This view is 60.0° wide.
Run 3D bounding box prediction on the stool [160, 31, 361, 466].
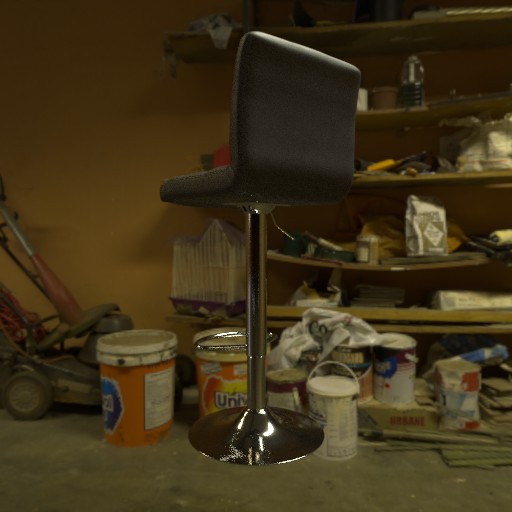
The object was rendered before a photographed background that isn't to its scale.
[{"bbox_3d":[0.000,0.000,1.377,0.430,1.115,0.505,-1,2,-37],"label":"stool"}]
